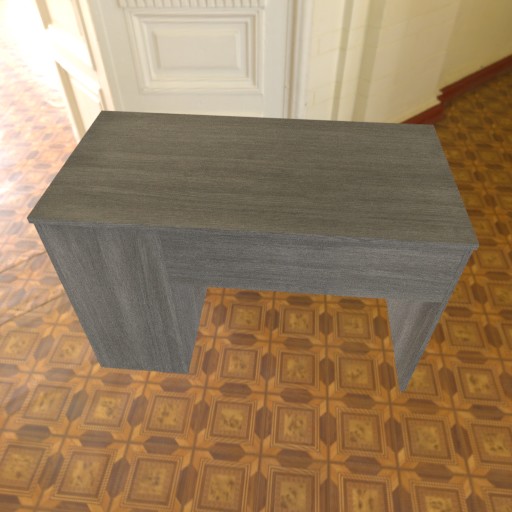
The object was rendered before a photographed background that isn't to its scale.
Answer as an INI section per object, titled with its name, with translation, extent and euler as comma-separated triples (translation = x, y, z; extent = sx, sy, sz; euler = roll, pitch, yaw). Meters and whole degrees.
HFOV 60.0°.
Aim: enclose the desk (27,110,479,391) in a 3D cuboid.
[desk]
translation = 0.000, 0.000, 1.526
extent = 1.097, 0.735, 0.560
euler = 4, 45, 4
